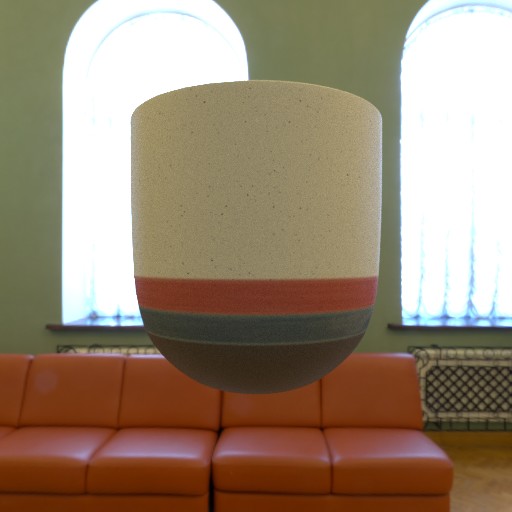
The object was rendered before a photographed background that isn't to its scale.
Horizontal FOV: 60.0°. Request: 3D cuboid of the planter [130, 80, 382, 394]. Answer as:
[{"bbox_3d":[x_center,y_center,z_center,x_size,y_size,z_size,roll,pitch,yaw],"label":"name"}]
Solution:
[{"bbox_3d":[0.000,0.000,0.371,0.204,0.214,0.204,0,0,0],"label":"planter"}]
